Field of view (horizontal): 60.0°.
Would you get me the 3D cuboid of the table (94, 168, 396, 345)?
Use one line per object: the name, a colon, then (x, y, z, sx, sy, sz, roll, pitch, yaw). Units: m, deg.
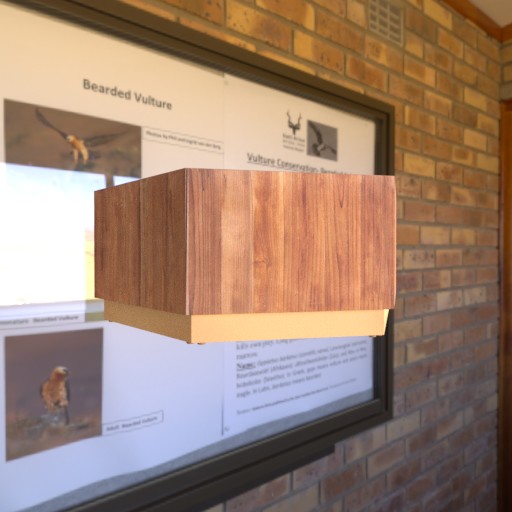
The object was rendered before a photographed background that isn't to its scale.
table: (0.000, 0.000, 1.666, 1.000, 0.456, 1.154, 0, 1, 18)
